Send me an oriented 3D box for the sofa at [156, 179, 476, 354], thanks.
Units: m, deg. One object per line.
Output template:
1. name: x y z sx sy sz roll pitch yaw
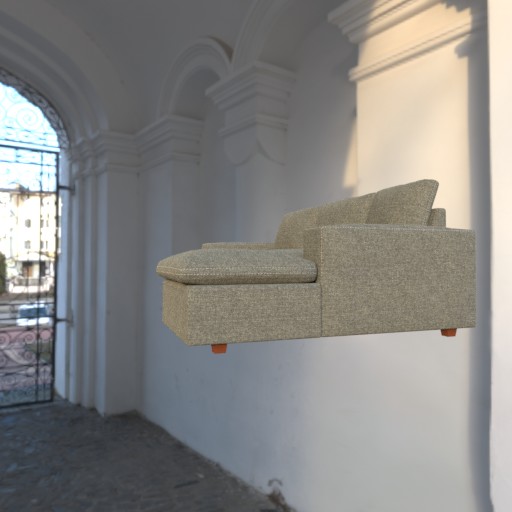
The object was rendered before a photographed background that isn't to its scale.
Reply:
1. sofa: 0.000 0.000 3.506 1.689 0.940 2.718 0 -1 -20
